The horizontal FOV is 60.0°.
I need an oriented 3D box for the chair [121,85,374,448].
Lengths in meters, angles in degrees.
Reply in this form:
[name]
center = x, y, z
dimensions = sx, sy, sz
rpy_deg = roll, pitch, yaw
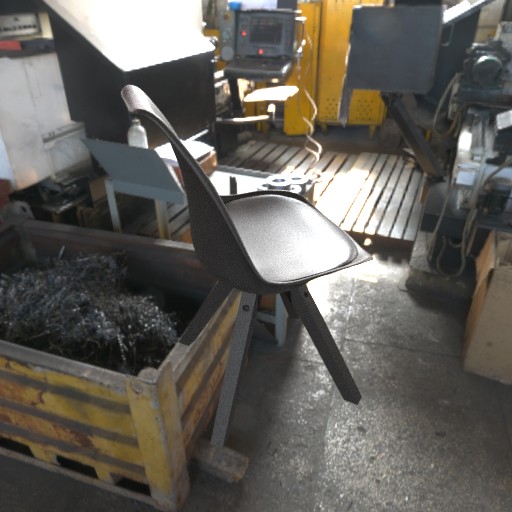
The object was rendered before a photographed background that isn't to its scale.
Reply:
[chair]
center = 0.000, 0.000, 1.171
dimensions = 0.550, 0.850, 0.485
rpy_deg = -11, 33, -17
